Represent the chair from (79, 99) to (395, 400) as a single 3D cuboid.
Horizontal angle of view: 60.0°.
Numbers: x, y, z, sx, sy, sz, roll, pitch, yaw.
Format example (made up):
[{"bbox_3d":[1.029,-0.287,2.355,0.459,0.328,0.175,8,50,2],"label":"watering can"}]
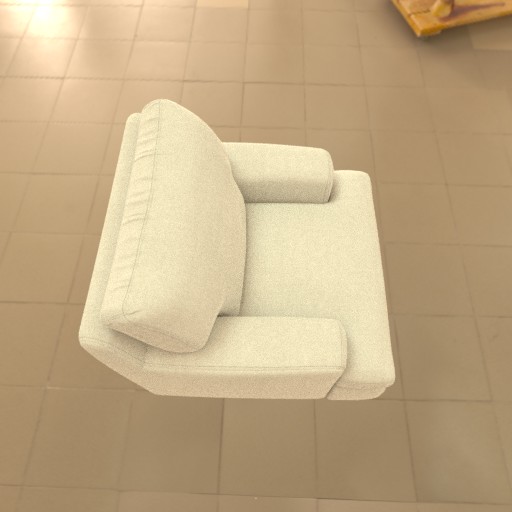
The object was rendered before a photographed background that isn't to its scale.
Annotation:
[{"bbox_3d":[0.000,0.000,1.974,1.158,0.930,1.140,1,61,1],"label":"chair"}]
